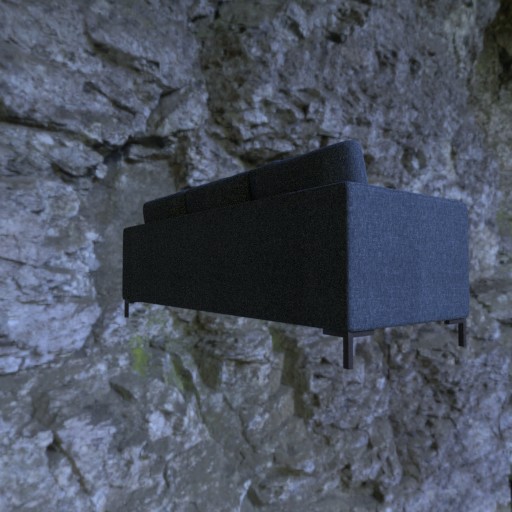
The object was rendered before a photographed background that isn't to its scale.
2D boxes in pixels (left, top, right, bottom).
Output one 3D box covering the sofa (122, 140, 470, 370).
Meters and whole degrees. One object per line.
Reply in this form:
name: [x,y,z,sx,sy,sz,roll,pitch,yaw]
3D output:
sofa: [0.000,0.000,2.687,0.859,0.874,2.218,1,-2,-37]
